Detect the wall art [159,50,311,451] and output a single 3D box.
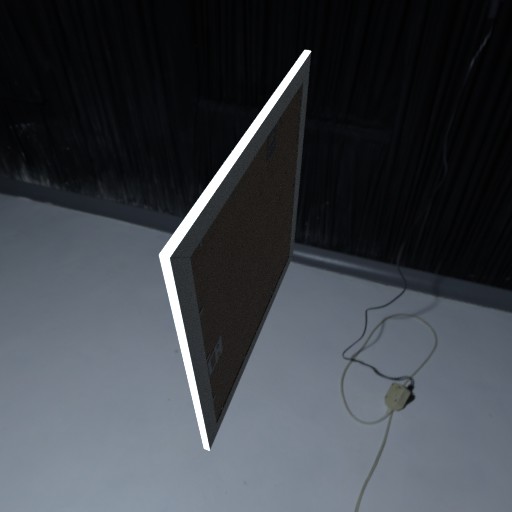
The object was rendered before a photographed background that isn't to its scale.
[{"bbox_3d":[0.000,0.000,0.891,0.013,0.584,0.584,15,49,14],"label":"wall art"}]
